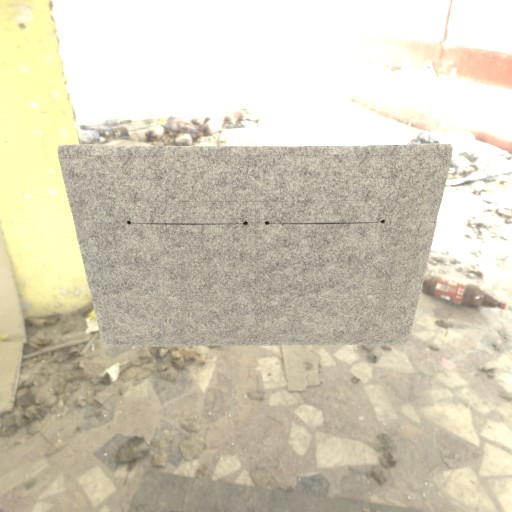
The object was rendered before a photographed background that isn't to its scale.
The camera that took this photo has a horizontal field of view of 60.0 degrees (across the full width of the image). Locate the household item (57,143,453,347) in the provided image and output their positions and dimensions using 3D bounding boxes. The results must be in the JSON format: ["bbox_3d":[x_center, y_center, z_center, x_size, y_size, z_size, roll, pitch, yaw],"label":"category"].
[{"bbox_3d":[0.000,0.000,0.433,0.335,0.221,0.057,0,31,0],"label":"household item"}]
